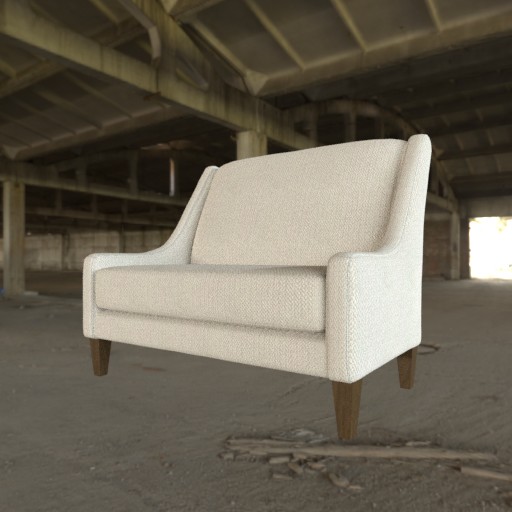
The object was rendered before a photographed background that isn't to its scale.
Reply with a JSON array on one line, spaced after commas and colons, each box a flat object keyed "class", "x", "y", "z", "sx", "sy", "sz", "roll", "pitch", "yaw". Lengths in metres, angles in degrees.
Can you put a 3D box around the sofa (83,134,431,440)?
[{"class": "sofa", "x": 0.000, "y": 0.000, "z": 1.871, "sx": 1.242, "sy": 1.022, "sz": 0.870, "roll": 0, "pitch": 0, "yaw": 35}]
